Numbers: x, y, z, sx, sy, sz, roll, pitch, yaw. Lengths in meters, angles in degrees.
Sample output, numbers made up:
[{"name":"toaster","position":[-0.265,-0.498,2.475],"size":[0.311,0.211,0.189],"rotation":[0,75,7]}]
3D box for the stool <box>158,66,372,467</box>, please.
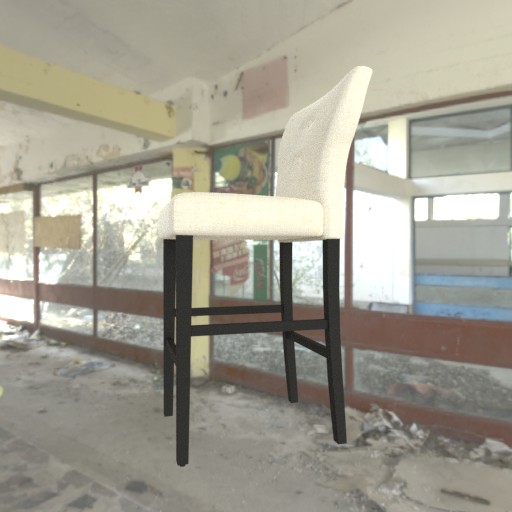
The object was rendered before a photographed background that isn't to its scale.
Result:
[{"name":"stool","position":[0.000,0.000,1.452],"size":[0.603,1.124,0.516],"rotation":[0,0,-17]}]
